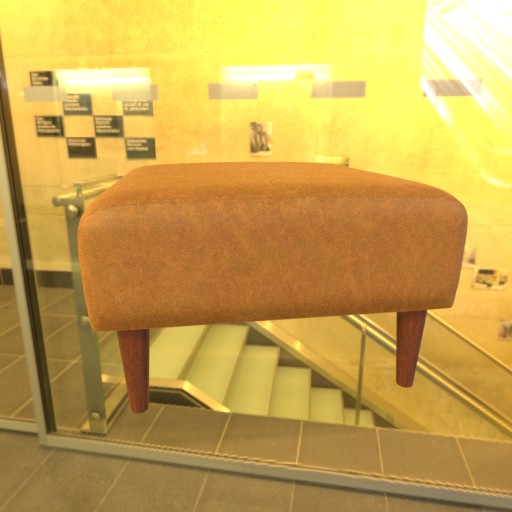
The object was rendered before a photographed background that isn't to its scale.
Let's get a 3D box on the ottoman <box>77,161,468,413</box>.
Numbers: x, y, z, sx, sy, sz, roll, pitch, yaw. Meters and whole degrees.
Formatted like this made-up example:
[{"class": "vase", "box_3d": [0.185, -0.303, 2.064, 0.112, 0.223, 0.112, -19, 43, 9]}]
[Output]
[{"class": "ottoman", "box_3d": [0.000, 0.000, 1.025, 0.650, 0.399, 0.650, -3, 16, -9]}]
